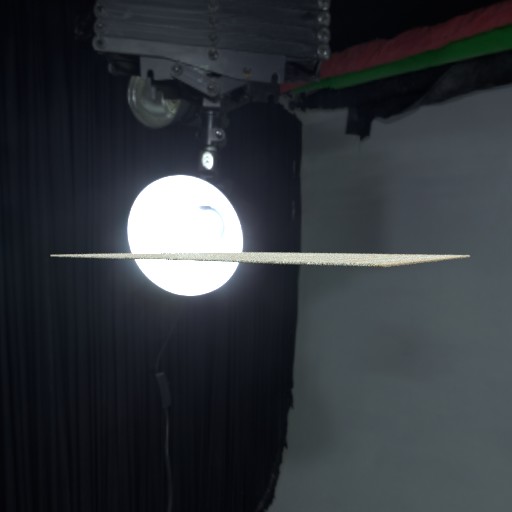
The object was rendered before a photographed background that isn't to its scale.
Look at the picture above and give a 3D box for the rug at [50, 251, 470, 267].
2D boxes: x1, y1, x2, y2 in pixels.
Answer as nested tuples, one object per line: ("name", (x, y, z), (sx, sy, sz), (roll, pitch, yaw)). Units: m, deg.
("rug", (0.000, 0.000, 2.321), (1.824, 0.010, 1.240), (1, 2, 36))
